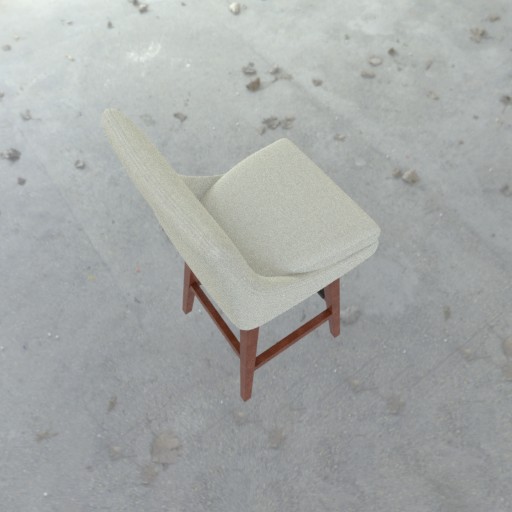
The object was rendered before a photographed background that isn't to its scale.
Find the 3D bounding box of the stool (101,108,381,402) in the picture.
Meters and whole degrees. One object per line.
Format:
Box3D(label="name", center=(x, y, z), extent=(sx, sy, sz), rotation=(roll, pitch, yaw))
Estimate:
Box3D(label="stool", center=(0.000, 0.000, 1.385), extent=(0.559, 1.092, 0.470), rotation=(-31, 63, -18))
